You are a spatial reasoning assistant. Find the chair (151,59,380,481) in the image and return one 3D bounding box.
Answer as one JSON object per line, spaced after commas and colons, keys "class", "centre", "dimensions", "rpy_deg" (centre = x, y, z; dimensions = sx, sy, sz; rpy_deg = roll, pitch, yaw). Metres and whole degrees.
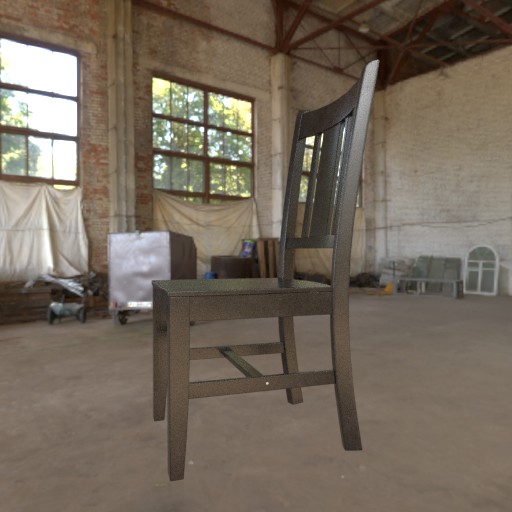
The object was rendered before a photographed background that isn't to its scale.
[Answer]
{"class": "chair", "centre": [0.000, 0.000, 1.257], "dimensions": [0.555, 0.998, 0.450], "rpy_deg": [0, 1, -18]}
